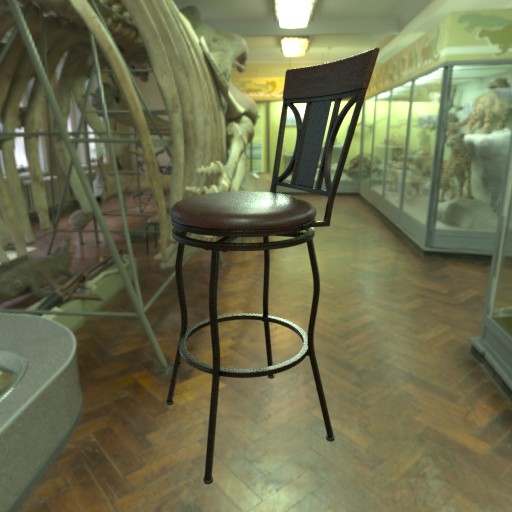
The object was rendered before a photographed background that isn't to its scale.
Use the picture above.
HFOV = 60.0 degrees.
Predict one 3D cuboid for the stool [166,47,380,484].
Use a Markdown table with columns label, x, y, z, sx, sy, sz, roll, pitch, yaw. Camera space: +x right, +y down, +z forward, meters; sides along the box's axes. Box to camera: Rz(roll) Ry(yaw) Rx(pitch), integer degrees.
| label | x | y | z | sx | sy | sz | roll | pitch | yaw |
| --- | --- | --- | --- | --- | --- | --- | --- | --- | --- |
| stool | 0.000 | 0.000 | 1.349 | 0.513 | 1.130 | 0.448 | -7 | 17 | -25 |
